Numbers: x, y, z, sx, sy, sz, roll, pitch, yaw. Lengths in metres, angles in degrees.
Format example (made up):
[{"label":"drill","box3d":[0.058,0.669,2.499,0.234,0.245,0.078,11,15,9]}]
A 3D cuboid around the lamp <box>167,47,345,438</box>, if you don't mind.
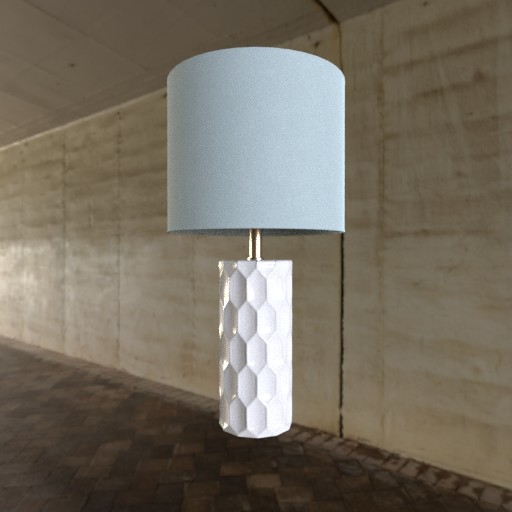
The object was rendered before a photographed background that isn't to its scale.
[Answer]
[{"label":"lamp","box3d":[0.000,0.000,0.704,0.277,0.534,0.277,0,0,-18]}]
